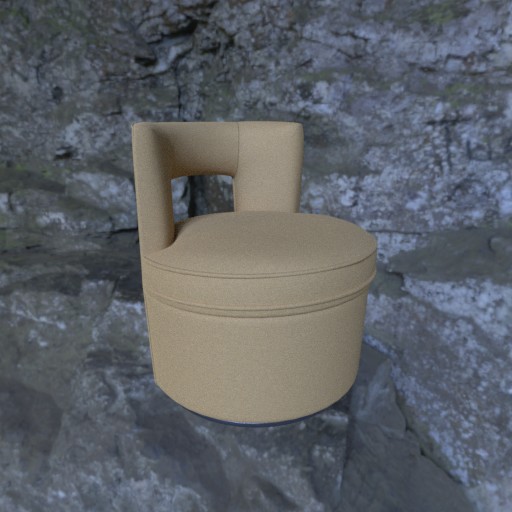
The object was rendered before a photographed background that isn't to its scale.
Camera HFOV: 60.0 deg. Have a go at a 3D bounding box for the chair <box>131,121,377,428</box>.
[{"bbox_3d":[0.000,0.000,1.250,0.665,0.723,0.650,16,24,42],"label":"chair"}]
